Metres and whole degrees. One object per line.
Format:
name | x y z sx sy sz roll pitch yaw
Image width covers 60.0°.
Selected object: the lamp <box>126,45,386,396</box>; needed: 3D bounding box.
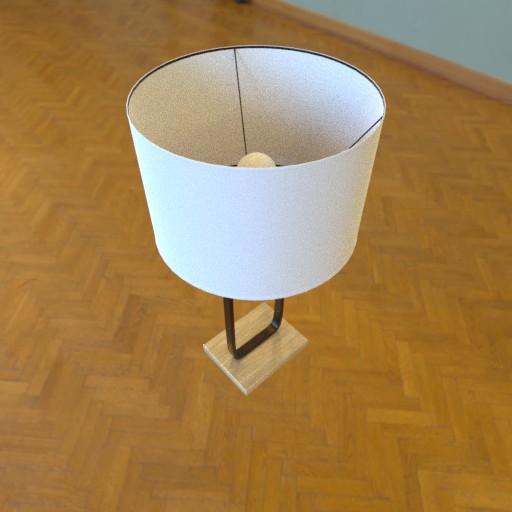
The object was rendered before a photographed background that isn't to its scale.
lamp | 0.000 0.000 0.667 0.279 0.508 0.279 -33 54 -28
